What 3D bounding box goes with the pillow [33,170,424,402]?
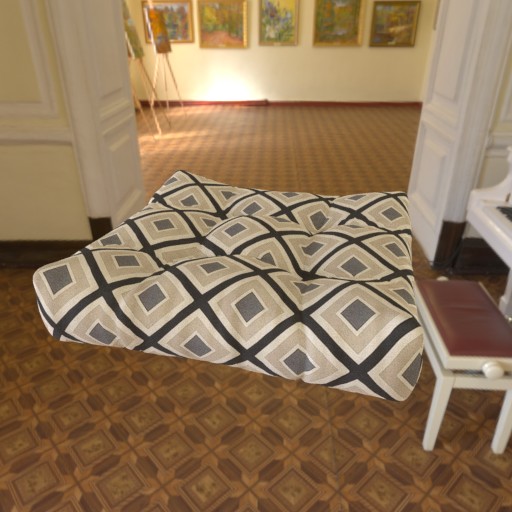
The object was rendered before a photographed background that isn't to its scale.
[{"bbox_3d":[0.000,0.000,0.718,0.490,0.128,0.468,7,29,13],"label":"pillow"}]
